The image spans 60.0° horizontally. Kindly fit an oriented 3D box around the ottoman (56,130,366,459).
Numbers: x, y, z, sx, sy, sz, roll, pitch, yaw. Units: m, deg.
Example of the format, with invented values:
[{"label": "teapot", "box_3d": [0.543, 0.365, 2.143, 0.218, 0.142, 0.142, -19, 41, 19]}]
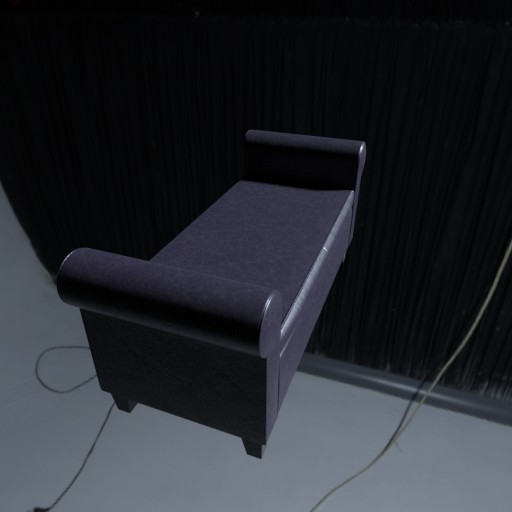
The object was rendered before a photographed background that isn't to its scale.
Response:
[{"label": "ottoman", "box_3d": [0.000, 0.000, 1.552, 0.521, 0.547, 1.256, 11, 33, 18]}]
